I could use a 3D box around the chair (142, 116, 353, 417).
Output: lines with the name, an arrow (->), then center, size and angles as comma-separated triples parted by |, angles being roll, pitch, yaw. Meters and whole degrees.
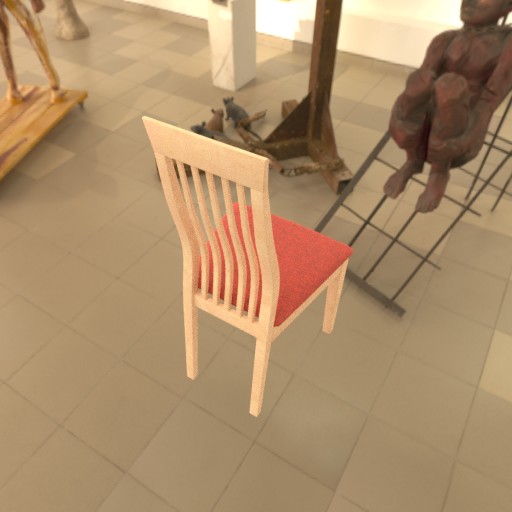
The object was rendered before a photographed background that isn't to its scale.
chair -> 0.000, 0.000, 1.333 | 0.460, 1.027, 0.474 | 24, 51, 21
